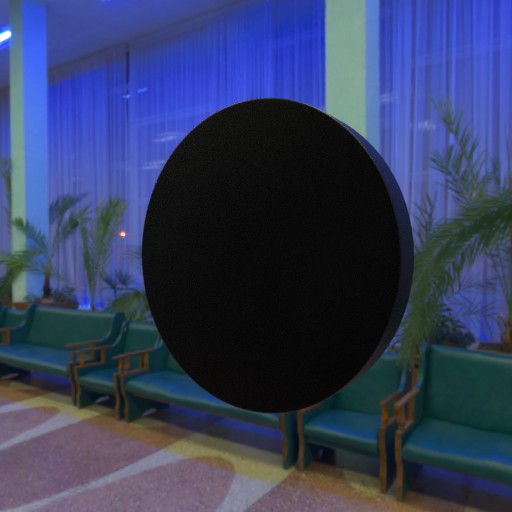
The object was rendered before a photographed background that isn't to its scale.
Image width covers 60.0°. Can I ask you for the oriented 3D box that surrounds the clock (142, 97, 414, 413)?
[{"bbox_3d":[0.000,0.000,0.463,0.314,0.314,0.040,1,1,35],"label":"clock"}]
